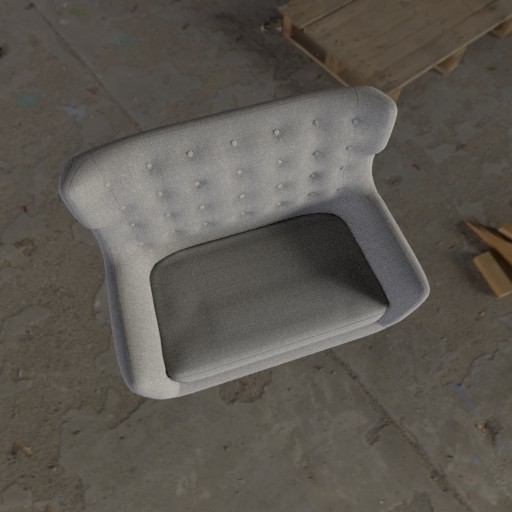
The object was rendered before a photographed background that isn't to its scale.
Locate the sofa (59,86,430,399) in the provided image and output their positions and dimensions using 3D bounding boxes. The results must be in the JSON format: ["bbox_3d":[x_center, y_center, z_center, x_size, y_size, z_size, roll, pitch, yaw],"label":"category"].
[{"bbox_3d":[0.000,0.000,2.025,1.386,1.028,0.884,-16,64,-8],"label":"sofa"}]
